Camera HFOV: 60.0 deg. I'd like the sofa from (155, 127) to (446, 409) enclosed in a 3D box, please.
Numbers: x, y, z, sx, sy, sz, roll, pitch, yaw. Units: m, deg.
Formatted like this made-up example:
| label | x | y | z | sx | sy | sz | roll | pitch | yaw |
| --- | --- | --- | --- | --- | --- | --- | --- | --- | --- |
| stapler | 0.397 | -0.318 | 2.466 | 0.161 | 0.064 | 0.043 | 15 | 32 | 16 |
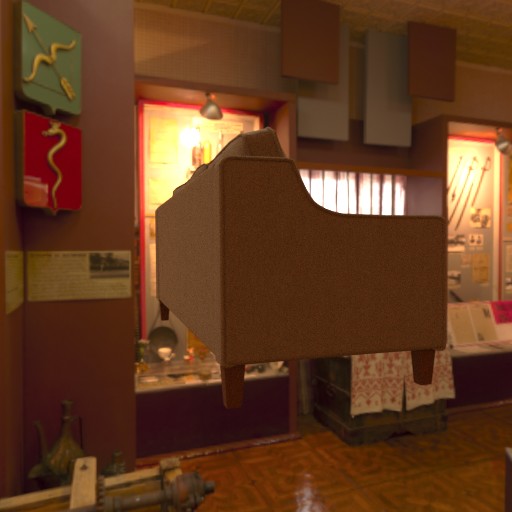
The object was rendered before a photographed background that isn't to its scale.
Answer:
| label | x | y | z | sx | sy | sz | roll | pitch | yaw |
| --- | --- | --- | --- | --- | --- | --- | --- | --- | --- |
| sofa | 0.000 | 0.000 | 2.497 | 0.911 | 0.974 | 1.986 | 0 | 1 | -19 |
